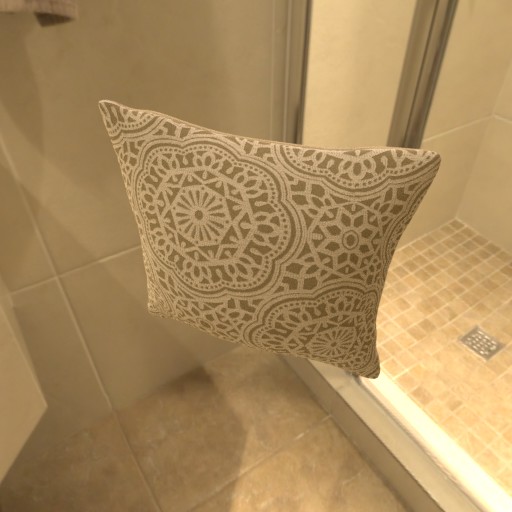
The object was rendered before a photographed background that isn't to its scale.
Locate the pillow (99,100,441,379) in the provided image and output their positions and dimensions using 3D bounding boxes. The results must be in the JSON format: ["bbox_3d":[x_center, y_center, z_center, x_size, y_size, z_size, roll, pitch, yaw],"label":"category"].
[{"bbox_3d":[0.000,0.000,0.665,0.438,0.421,0.167,13,42,15],"label":"pillow"}]
